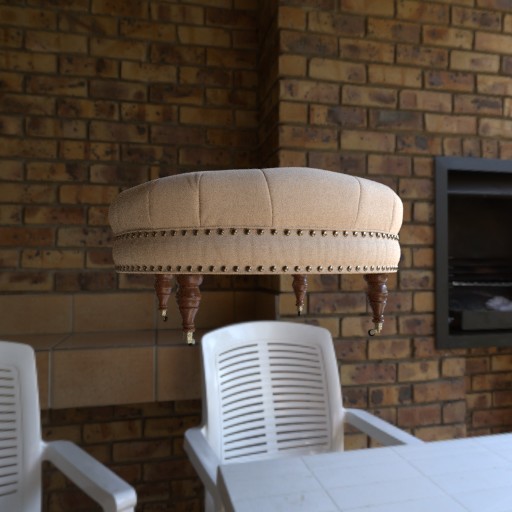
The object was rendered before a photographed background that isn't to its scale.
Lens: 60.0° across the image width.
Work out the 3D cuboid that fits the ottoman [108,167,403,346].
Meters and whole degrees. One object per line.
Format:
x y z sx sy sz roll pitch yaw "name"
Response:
0.000 0.000 1.485 0.940 0.483 0.940 0 -1 0 "ottoman"
